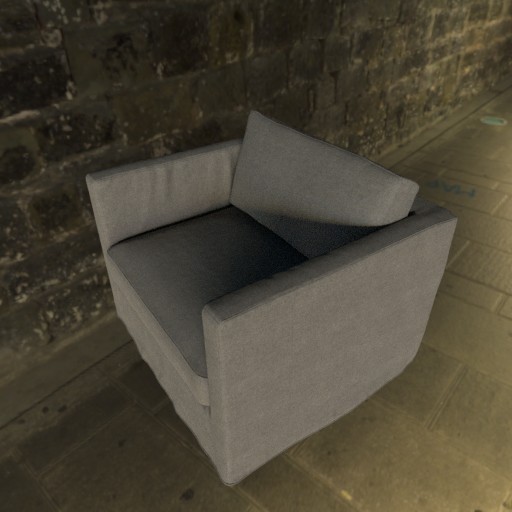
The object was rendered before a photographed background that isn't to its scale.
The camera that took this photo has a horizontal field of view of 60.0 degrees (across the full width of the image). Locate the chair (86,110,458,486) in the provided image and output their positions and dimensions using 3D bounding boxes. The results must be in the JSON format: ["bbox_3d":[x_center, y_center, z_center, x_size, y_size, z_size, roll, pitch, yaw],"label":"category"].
[{"bbox_3d":[0.000,0.000,1.733,0.949,0.863,1.057,-21,40,-28],"label":"chair"}]
